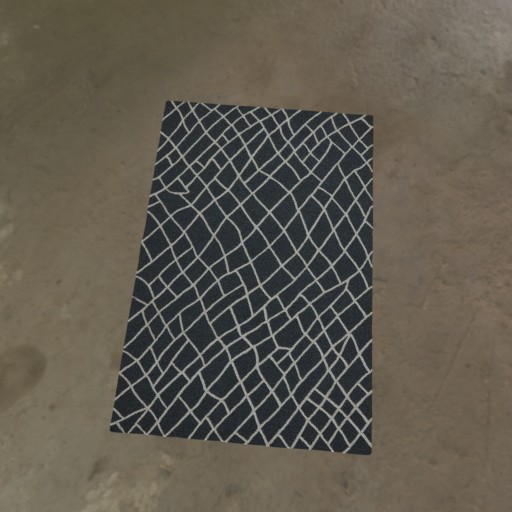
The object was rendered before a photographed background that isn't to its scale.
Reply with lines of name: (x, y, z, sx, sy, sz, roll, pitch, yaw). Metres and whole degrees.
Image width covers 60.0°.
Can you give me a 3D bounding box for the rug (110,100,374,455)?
rug: (0.000, 0.000, 2.324, 1.223, 0.013, 1.830, 5, 72, 1)
